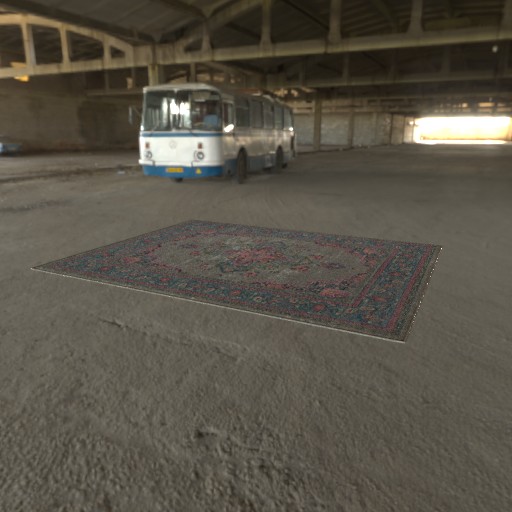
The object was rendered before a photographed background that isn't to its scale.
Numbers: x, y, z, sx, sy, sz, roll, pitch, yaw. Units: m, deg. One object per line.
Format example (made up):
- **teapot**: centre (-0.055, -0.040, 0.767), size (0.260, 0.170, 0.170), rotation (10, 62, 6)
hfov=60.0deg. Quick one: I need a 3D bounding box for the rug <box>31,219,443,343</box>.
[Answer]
- **rug**: centre (0.000, 0.000, 4.133), size (3.057, 0.013, 2.434), rotation (8, 17, 26)
